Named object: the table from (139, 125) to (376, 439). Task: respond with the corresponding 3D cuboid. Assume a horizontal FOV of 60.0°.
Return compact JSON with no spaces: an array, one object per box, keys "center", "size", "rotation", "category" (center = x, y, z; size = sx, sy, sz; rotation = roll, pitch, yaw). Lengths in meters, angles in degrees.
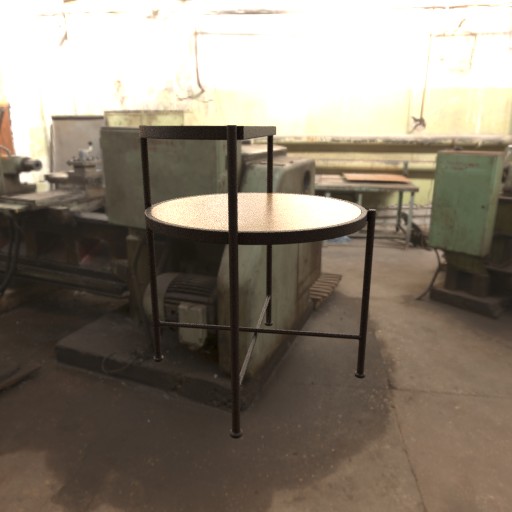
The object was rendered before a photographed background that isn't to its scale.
[{"center":[0.000,0.000,1.210],"size":[0.628,0.684,0.629],"rotation":[2,16,8],"category":"table"}]
